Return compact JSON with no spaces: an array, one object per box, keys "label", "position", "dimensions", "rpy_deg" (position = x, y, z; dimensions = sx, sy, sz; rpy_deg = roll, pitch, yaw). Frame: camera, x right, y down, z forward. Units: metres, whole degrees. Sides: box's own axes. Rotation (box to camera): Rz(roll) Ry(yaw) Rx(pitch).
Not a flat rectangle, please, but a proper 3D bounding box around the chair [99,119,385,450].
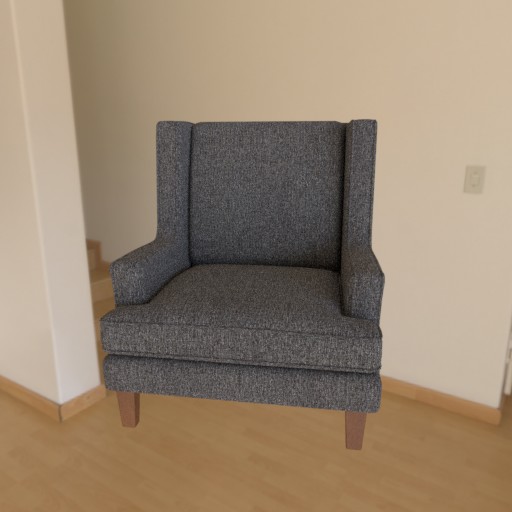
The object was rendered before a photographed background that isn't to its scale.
[{"label":"chair","position":[0.000,0.000,1.796],"dimensions":[0.942,1.082,0.927],"rpy_deg":[2,14,9]}]
